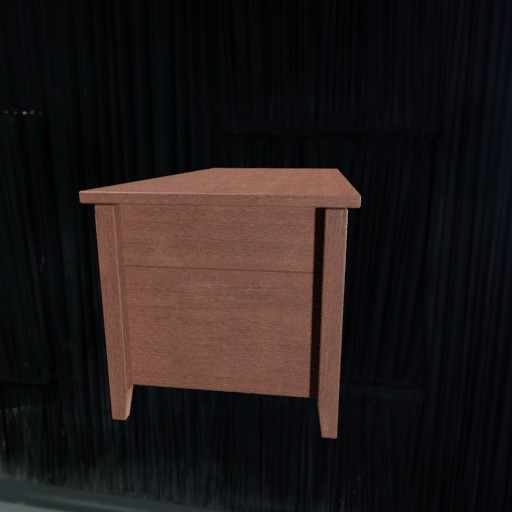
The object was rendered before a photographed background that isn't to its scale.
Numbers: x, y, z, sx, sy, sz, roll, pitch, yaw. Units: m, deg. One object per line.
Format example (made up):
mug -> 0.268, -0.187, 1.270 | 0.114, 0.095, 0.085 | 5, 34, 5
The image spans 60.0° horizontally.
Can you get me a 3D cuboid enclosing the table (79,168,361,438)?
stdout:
table -> 0.000, 0.000, 1.284 | 0.483, 0.457, 1.016 | 2, 14, 8
